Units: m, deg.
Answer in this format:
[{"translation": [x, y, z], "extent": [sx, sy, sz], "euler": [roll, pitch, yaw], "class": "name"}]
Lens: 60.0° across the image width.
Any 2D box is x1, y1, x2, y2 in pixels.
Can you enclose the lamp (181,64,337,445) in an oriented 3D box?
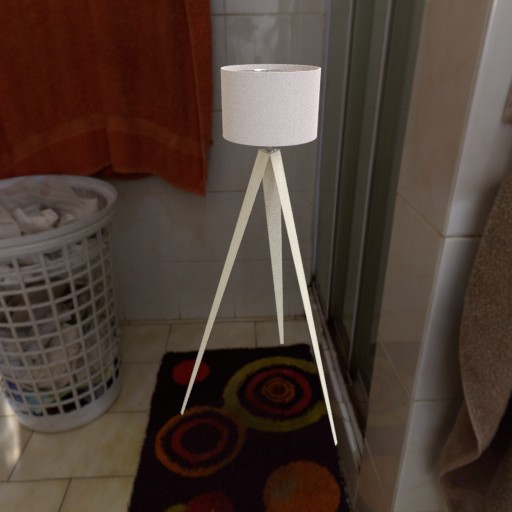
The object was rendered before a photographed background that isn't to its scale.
[{"translation": [0.000, 0.000, 1.935], "extent": [0.724, 1.524, 0.716], "euler": [0, 27, 0], "class": "lamp"}]
